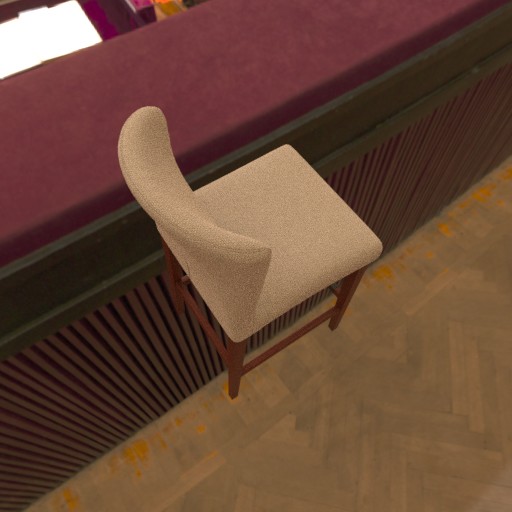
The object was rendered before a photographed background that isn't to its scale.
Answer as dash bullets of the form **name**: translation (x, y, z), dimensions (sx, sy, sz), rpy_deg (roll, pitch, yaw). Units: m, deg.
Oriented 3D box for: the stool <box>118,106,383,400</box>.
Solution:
- **stool**: translation (0.000, 0.000, 1.379), dimensions (0.568, 1.069, 0.481), rpy_deg (-30, 65, -16)
